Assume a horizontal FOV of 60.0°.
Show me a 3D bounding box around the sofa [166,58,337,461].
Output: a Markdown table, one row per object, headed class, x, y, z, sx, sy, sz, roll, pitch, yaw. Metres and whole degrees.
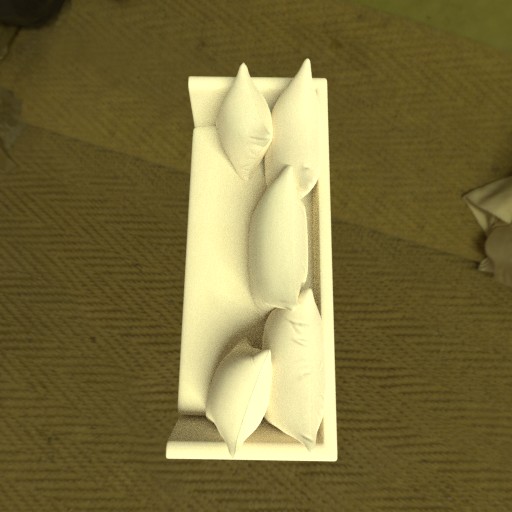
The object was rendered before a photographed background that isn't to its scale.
| class | x | y | z | sx | sy | sz | roll | pitch | yaw |
| --- | --- | --- | --- | --- | --- | --- | --- | --- | --- |
| sofa | 0.000 | 0.000 | 3.013 | 1.030 | 1.042 | 2.484 | 1 | 76 | 0 |
